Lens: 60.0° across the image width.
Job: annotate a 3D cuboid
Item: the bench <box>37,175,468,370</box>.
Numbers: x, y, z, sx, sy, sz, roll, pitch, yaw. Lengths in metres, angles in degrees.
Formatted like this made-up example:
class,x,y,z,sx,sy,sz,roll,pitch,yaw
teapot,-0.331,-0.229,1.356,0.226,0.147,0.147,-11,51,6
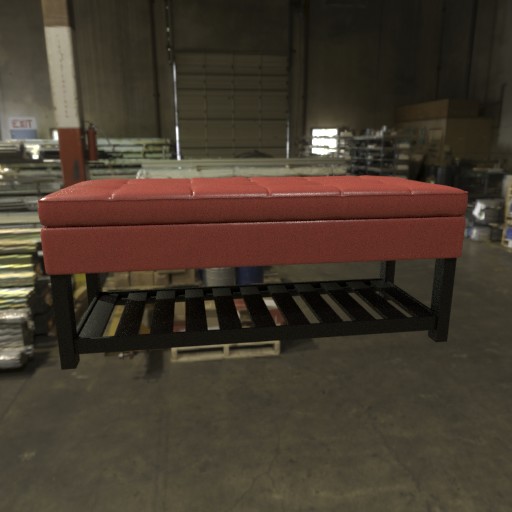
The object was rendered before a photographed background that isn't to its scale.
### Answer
class,x,y,z,sx,sy,sz,roll,pitch,yaw
bench,0.000,0.000,1.357,1.105,0.460,0.432,-2,15,-9
